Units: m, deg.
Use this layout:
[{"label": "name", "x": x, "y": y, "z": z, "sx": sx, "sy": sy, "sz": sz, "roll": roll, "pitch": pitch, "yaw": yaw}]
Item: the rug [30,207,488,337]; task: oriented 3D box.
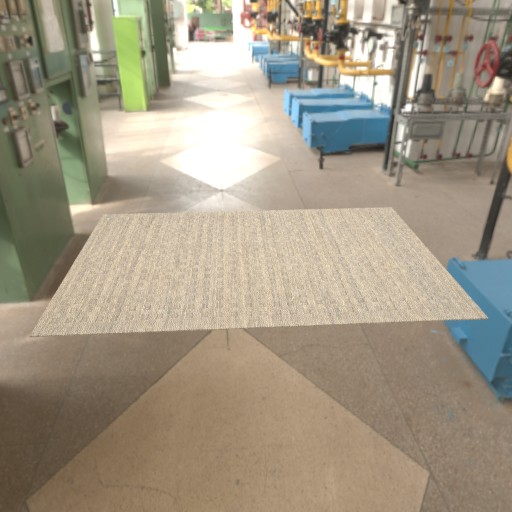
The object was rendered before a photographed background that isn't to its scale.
[{"label": "rug", "x": 0.000, "y": 0.000, "z": 2.189, "sx": 1.752, "sy": 0.006, "sz": 1.142, "roll": -2, "pitch": 29, "yaw": -3}]
